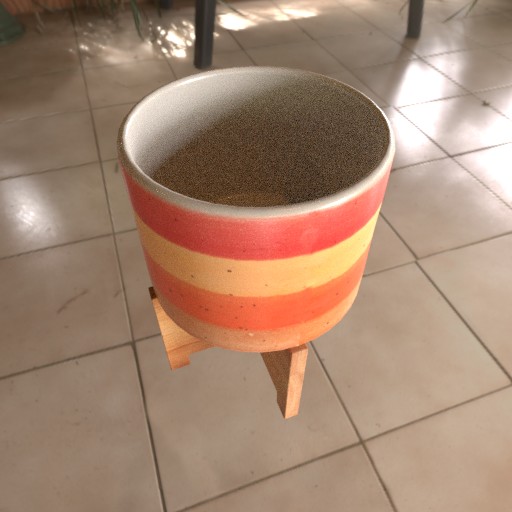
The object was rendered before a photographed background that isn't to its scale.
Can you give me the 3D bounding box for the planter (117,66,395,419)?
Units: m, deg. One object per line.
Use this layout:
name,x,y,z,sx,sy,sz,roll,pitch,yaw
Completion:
planter,0.000,0.000,0.404,0.199,0.268,0.199,0,47,0
